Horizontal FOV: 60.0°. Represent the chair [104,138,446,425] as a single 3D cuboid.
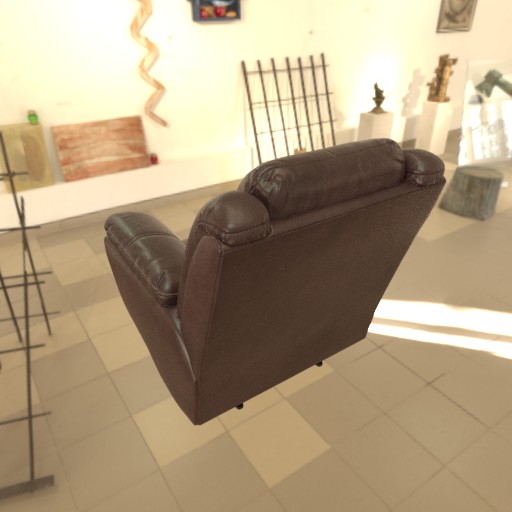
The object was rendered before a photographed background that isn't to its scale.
[{"bbox_3d":[0.000,0.000,1.861,0.990,1.093,1.041,-19,34,-30],"label":"chair"}]
